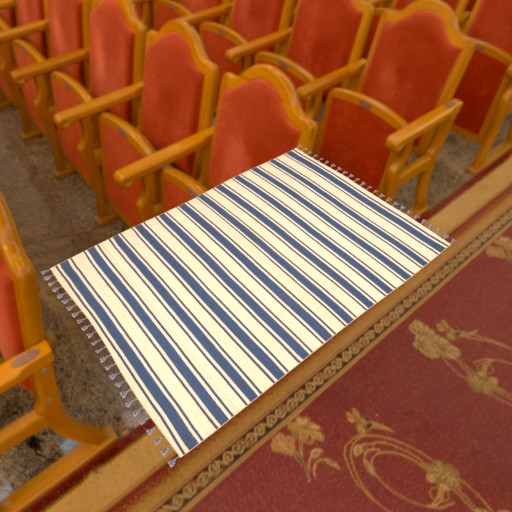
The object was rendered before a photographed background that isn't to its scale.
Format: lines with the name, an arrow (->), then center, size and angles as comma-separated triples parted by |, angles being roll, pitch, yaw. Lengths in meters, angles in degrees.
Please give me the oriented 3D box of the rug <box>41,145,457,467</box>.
rug -> 0.000, 0.000, 2.926 | 2.315, 0.010, 1.544 | -31, 54, -26
